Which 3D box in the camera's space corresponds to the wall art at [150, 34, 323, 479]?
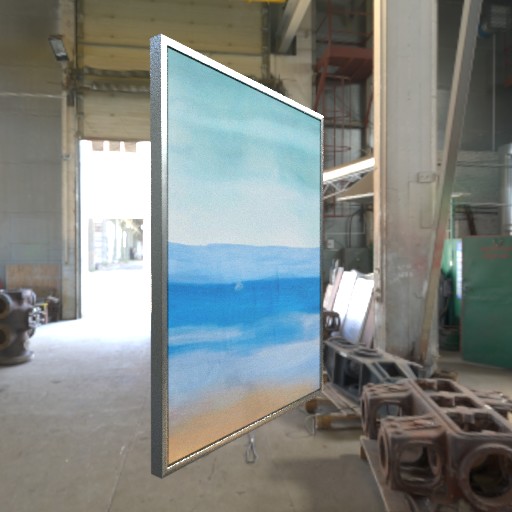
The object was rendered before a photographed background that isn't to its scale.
[{"bbox_3d":[0.000,0.000,1.390,0.041,1.062,0.803,0,1,37],"label":"wall art"}]
